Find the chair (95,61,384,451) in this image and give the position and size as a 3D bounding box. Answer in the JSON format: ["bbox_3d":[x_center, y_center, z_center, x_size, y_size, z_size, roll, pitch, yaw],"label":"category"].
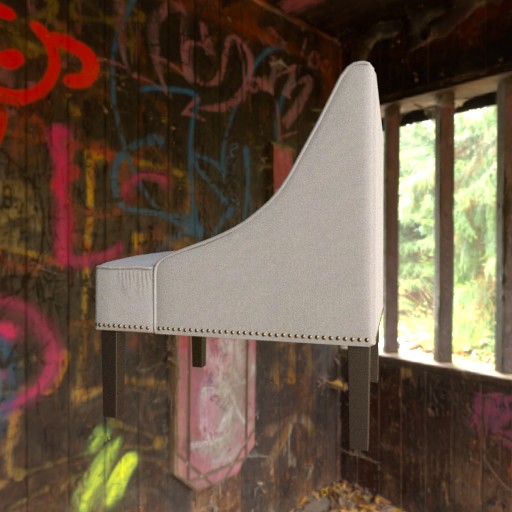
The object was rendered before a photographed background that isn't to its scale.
[{"bbox_3d":[0.000,0.000,1.374,0.747,0.867,0.631,0,0,18],"label":"chair"}]
